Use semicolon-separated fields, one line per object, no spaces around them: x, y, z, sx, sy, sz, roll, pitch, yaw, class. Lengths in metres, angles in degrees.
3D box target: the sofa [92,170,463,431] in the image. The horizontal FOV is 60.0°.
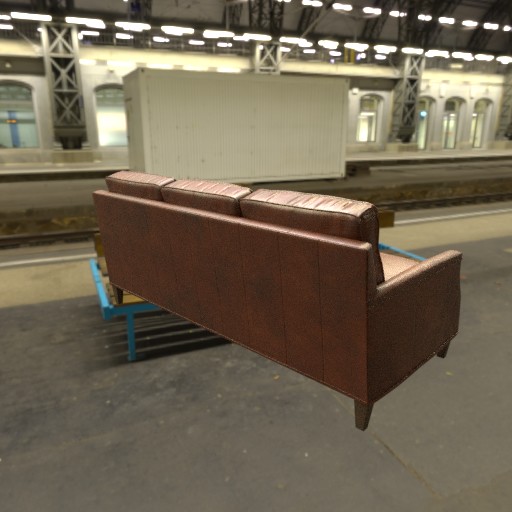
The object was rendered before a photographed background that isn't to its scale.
0.000;0.000;2.827;2.240;1.003;1.084;15;22;42;sofa
